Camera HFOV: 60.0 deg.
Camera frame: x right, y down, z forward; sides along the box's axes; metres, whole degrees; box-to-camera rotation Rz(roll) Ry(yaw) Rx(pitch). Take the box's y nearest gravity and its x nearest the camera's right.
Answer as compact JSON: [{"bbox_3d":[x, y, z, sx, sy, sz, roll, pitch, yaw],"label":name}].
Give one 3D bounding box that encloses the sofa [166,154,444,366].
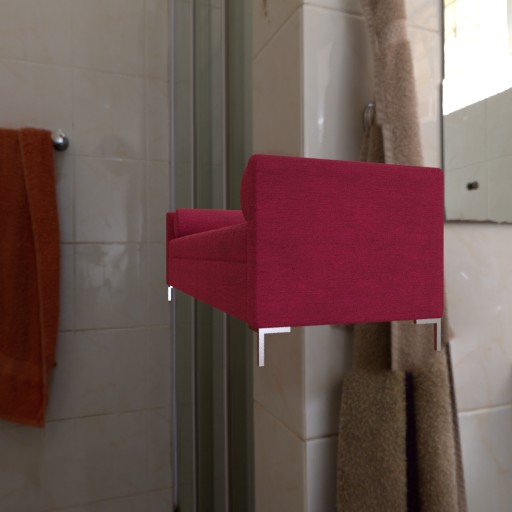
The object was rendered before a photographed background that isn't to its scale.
[{"bbox_3d":[0.000,0.000,2.326,0.686,0.635,1.981,0,0,-19],"label":"sofa"}]
